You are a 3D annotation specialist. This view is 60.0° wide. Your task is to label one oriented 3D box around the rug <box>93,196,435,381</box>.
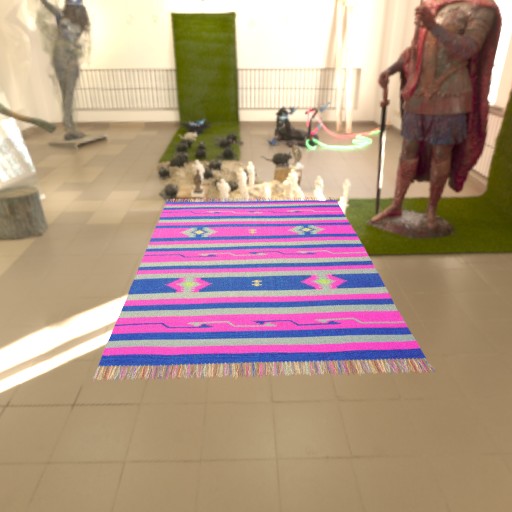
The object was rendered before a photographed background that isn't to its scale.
[{"bbox_3d":[0.000,0.000,3.004,1.539,0.013,2.350,-1,27,-2],"label":"rug"}]
